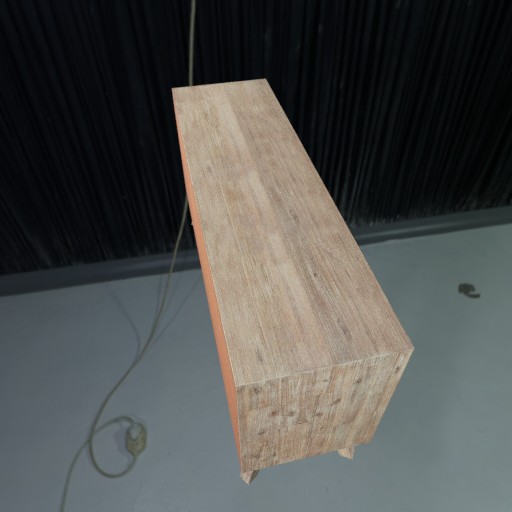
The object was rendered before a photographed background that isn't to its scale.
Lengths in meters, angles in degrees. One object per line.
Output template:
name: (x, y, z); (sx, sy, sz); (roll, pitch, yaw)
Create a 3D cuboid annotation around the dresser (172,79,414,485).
dresser: (0.000, 0.000, 1.885); (0.455, 0.805, 1.554); (-9, 47, -9)
